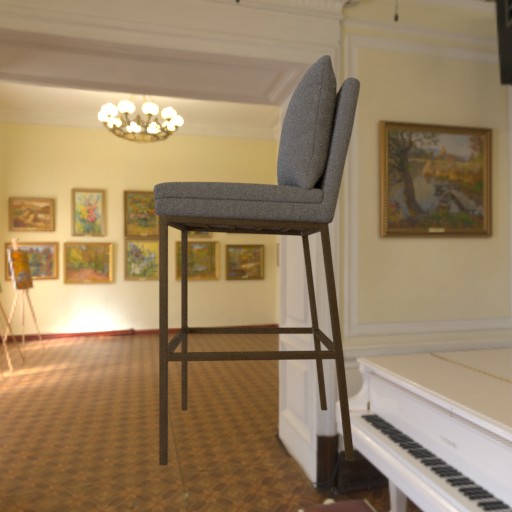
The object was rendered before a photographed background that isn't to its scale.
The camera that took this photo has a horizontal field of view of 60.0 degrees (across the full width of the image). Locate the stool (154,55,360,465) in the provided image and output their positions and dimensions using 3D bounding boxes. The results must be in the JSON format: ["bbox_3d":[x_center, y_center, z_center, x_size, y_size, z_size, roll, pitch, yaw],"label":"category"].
[{"bbox_3d":[0.000,0.000,1.427,0.569,1.132,0.463,0,0,-2],"label":"stool"}]
